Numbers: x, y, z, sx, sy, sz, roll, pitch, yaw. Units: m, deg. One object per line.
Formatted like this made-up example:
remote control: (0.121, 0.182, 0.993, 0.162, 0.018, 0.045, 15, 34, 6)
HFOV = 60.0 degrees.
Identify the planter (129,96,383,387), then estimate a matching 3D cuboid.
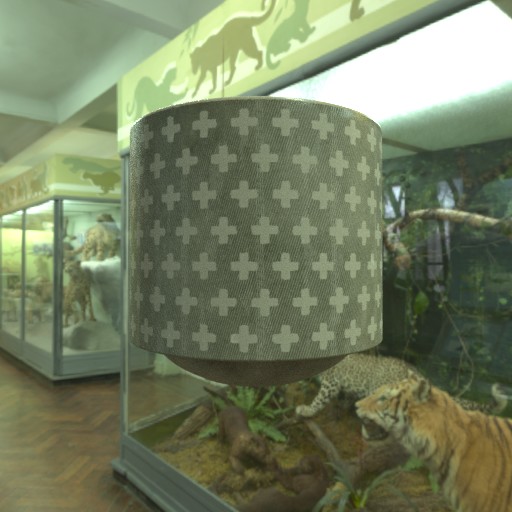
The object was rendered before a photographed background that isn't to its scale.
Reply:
planter: (0.000, 0.000, 0.346, 0.190, 0.181, 0.190, 0, 0, 0)
